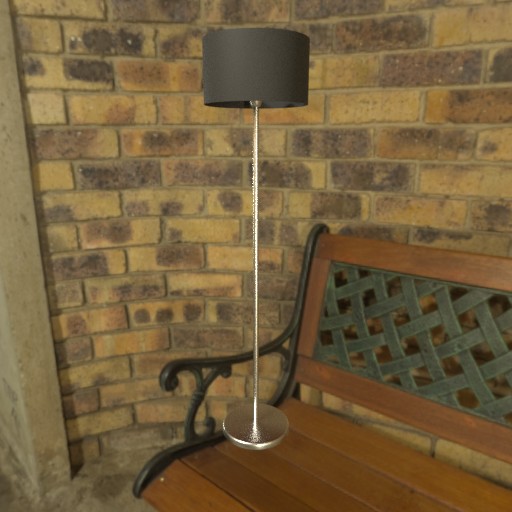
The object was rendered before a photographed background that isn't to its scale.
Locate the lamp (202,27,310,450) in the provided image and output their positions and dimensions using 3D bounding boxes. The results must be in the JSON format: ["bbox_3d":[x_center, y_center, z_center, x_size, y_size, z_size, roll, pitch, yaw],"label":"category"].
[{"bbox_3d":[0.000,0.000,1.620,0.348,1.443,0.348,2,15,9],"label":"lamp"}]
